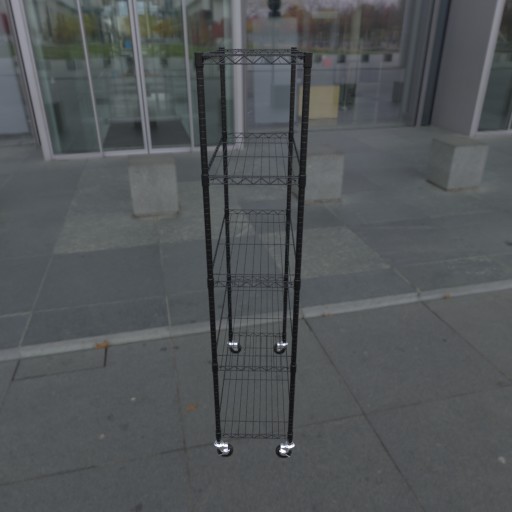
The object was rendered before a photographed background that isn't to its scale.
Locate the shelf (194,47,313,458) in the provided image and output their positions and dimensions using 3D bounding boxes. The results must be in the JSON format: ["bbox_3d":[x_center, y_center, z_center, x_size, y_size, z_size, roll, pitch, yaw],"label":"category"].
[{"bbox_3d":[0.000,0.000,1.944,0.356,1.645,0.762,1,26,1],"label":"shelf"}]
